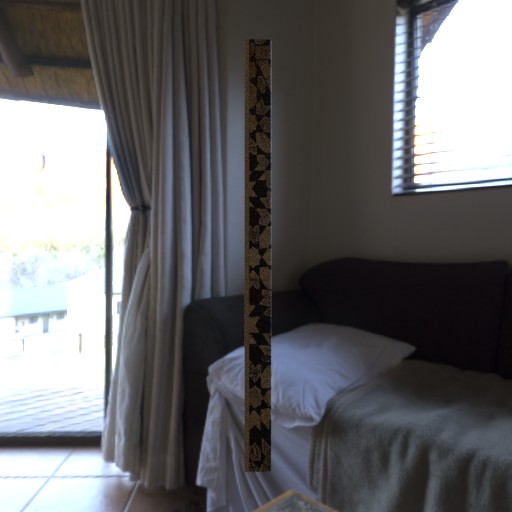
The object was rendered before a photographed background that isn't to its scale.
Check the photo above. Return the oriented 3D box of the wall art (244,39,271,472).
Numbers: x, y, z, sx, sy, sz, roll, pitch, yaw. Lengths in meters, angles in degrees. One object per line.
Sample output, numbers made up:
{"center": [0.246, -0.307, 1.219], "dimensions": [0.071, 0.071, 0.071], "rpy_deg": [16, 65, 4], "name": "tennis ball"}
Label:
{"center": [0.000, 0.000, 0.931], "dimensions": [0.038, 0.612, 0.612], "rpy_deg": [0, 0, 0], "name": "wall art"}
